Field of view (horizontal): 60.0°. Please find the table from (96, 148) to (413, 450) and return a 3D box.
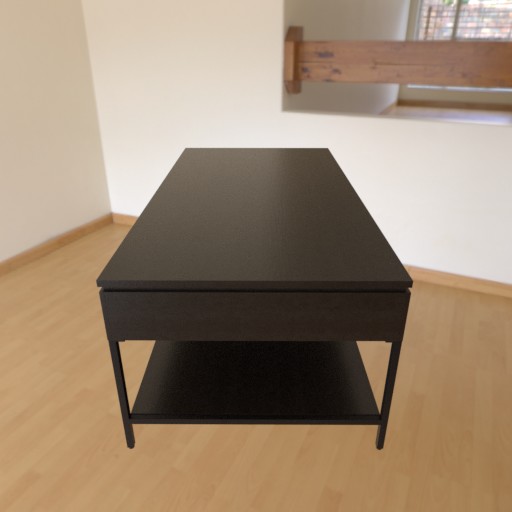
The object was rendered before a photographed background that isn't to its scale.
[{"bbox_3d":[0.000,0.000,1.388,0.574,0.435,1.095,0,26,0],"label":"table"}]
